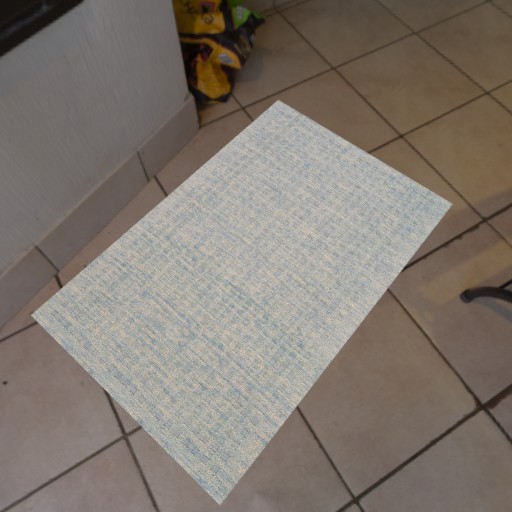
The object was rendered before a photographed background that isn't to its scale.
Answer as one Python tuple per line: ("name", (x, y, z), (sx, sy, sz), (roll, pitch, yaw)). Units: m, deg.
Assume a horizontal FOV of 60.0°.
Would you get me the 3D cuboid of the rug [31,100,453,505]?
("rug", (0.000, 0.000, 2.118), (1.142, 0.006, 1.752), (37, 68, 18))
